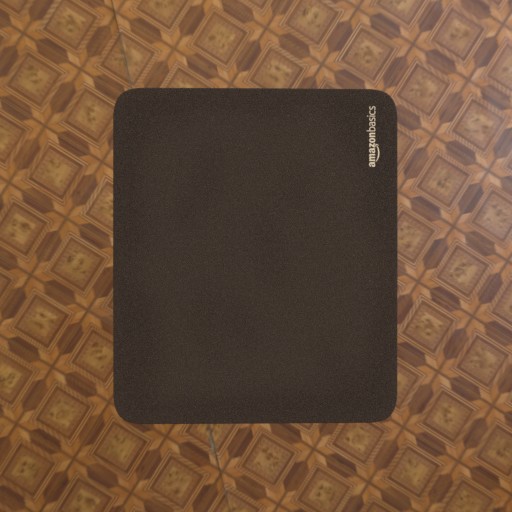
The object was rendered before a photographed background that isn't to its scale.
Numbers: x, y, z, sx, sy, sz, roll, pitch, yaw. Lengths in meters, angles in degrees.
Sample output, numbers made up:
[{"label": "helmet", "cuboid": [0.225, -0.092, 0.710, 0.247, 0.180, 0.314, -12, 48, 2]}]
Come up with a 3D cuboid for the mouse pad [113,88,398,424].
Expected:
[{"label": "mouse pad", "cuboid": [0.000, 0.000, 0.329, 0.211, 0.002, 0.249, 0, 90, -1]}]
